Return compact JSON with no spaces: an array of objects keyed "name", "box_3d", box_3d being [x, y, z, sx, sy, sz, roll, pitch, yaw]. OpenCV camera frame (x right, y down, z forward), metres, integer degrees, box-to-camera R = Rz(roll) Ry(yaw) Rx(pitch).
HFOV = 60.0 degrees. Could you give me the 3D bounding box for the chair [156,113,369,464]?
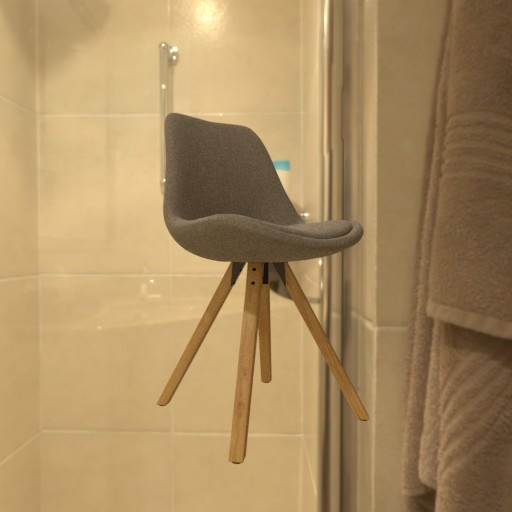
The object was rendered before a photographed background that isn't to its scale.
[{"name":"chair","box_3d":[0.000,0.000,1.224,0.483,0.865,0.550,-1,1,-36]}]
